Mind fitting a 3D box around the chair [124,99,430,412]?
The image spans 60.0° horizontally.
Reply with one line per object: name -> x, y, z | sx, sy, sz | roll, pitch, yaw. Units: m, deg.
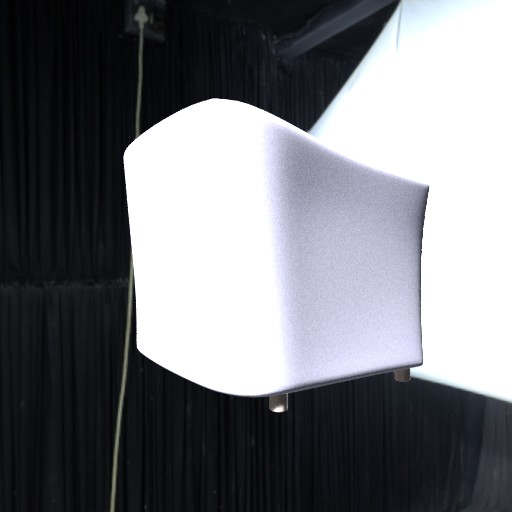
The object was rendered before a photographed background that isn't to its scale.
chair -> 0.000, 0.000, 1.407 | 0.700, 0.720, 0.790 | 0, 0, -33
